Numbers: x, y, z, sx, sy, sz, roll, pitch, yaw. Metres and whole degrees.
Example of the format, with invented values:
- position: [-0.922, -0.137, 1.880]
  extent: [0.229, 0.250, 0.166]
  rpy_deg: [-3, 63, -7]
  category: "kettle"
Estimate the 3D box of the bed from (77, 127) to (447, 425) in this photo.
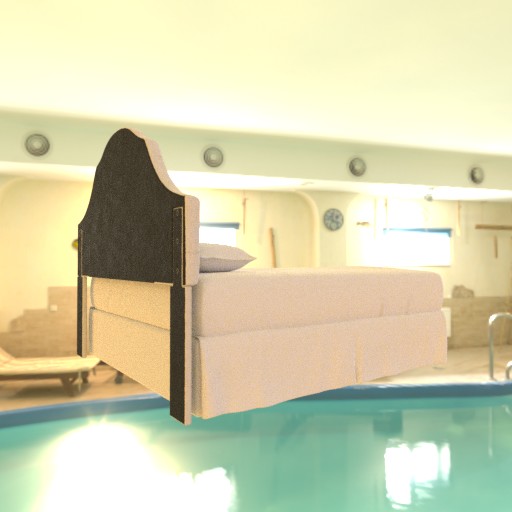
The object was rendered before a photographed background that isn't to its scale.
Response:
- position: [0.000, 0.000, 3.496]
  extent: [2.214, 1.615, 2.008]
  rpy_deg: [1, -1, -36]
  category: "bed"
